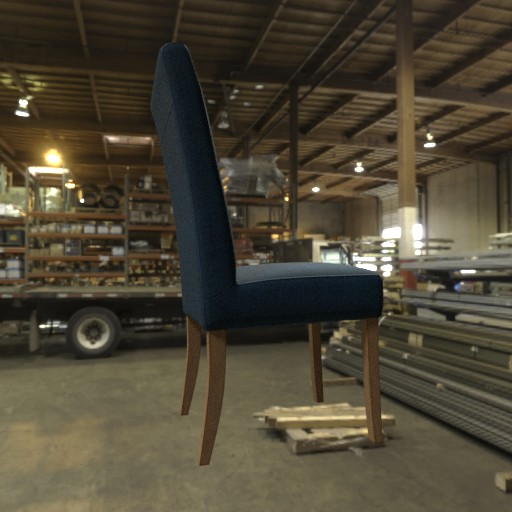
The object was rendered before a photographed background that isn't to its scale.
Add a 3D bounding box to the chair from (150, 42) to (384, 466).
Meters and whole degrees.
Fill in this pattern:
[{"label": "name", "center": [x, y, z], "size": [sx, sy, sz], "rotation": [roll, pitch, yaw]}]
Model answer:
[{"label": "chair", "center": [0.000, 0.000, 1.339], "size": [0.610, 1.029, 0.450], "rotation": [0, -1, -16]}]
